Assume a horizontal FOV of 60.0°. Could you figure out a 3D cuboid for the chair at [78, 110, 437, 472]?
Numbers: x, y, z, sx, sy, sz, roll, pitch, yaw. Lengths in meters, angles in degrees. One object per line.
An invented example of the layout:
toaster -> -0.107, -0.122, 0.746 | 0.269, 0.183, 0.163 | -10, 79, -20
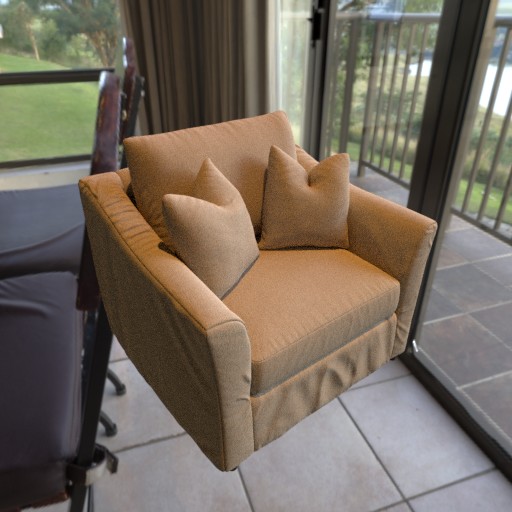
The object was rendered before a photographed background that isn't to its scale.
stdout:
chair -> 0.000, 0.000, 2.047 | 1.194, 1.093, 1.071 | -21, 36, -32
